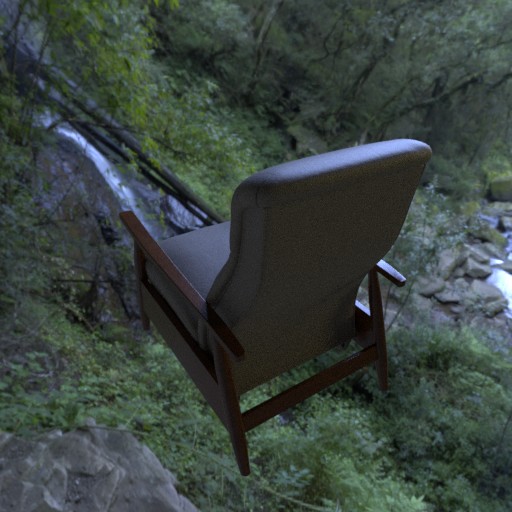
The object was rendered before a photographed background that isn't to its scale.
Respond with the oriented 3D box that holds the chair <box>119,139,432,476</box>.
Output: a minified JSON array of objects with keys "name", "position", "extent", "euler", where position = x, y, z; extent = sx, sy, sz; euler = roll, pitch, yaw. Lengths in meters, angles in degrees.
[{"name":"chair","position":[0.000,0.000,1.784],"extent":[0.762,1.082,1.032],"euler":[-19,35,-28]}]
